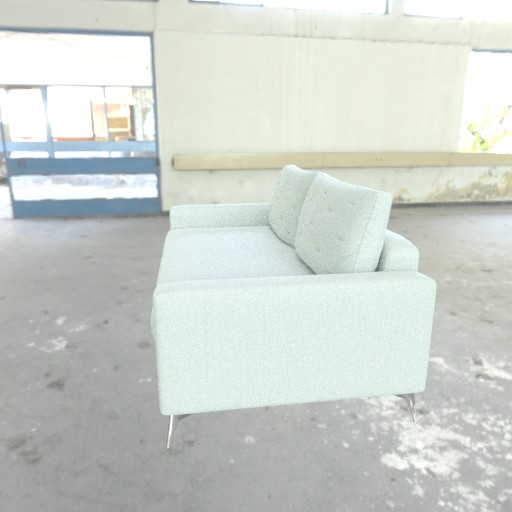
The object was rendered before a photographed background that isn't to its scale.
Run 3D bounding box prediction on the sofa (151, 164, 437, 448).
[{"bbox_3d":[0.000,0.000,2.137,0.920,0.790,1.650,-2,16,-8],"label":"sofa"}]
